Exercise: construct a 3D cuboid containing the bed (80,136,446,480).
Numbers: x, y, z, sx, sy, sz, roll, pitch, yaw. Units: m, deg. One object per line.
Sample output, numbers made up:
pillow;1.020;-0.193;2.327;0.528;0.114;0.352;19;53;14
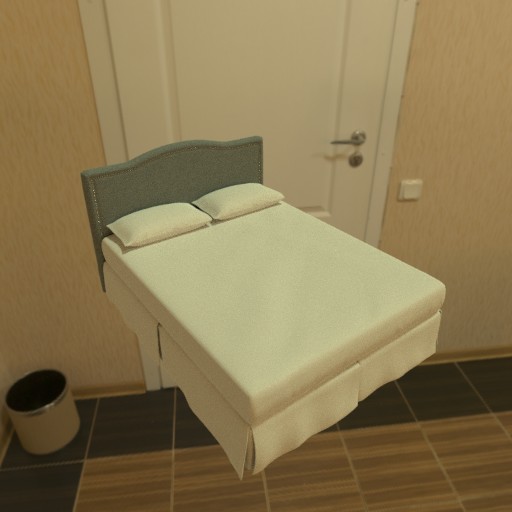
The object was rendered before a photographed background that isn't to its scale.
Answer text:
bed;0.000;0.000;3.967;2.161;1.457;2.689;-21;36;-31
